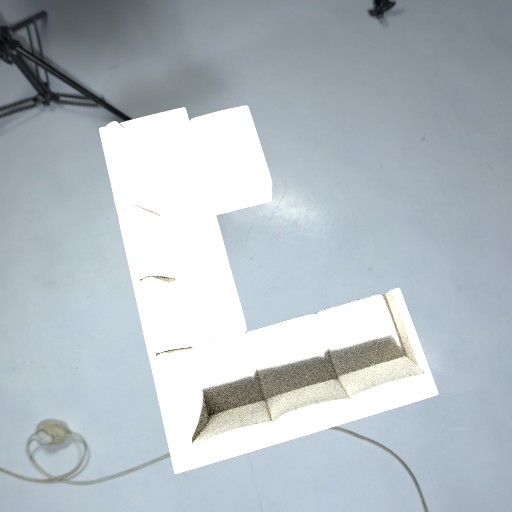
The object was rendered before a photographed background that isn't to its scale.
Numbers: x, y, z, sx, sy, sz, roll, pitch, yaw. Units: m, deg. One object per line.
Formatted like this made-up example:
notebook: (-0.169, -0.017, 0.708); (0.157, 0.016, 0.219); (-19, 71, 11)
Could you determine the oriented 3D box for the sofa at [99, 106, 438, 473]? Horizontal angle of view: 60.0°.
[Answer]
sofa: (0.000, 0.000, 4.514); (2.427, 0.882, 3.460); (-15, 76, -4)
